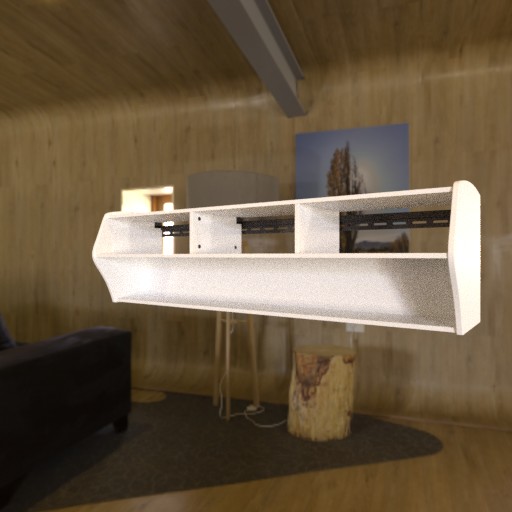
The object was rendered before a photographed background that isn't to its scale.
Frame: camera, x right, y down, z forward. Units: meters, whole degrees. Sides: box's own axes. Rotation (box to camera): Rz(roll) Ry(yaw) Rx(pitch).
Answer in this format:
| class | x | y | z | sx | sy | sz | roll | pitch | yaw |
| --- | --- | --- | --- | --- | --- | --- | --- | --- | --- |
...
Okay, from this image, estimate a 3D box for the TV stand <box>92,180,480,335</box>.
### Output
| class | x | y | z | sx | sy | sz | roll | pitch | yaw |
| --- | --- | --- | --- | --- | --- | --- | --- | --- | --- |
| TV stand | 0.000 | 0.000 | 1.677 | 1.473 | 0.424 | 0.397 | 0 | 0 | 35 |
